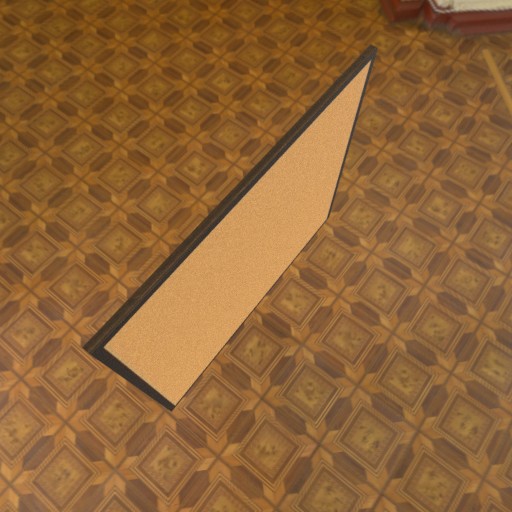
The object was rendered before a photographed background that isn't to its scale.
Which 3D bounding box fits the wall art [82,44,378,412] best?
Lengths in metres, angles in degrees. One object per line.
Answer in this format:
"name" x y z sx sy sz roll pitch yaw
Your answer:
"wall art" 0.000 0.000 1.396 0.023 0.875 1.033 35 69 15
